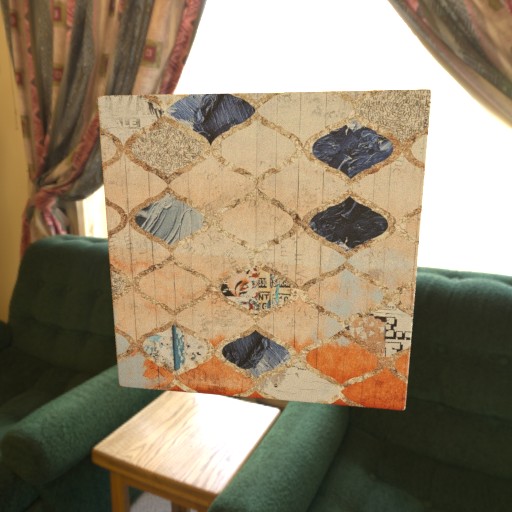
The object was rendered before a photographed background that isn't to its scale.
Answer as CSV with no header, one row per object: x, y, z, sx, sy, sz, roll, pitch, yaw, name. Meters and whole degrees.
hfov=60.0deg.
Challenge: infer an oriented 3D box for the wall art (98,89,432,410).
0.000,0.000,1.316,0.912,0.914,0.039,2,13,9,wall art
